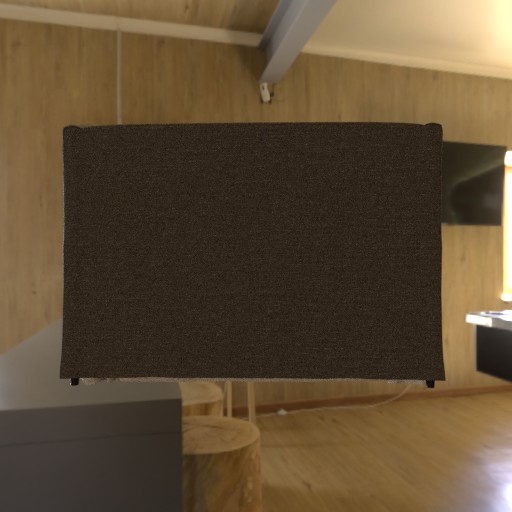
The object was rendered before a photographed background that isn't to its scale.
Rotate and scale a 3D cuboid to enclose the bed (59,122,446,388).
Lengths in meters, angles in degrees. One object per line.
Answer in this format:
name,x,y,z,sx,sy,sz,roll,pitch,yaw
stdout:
bed,0.000,0.000,3.319,1.925,1.332,2.276,0,0,1
